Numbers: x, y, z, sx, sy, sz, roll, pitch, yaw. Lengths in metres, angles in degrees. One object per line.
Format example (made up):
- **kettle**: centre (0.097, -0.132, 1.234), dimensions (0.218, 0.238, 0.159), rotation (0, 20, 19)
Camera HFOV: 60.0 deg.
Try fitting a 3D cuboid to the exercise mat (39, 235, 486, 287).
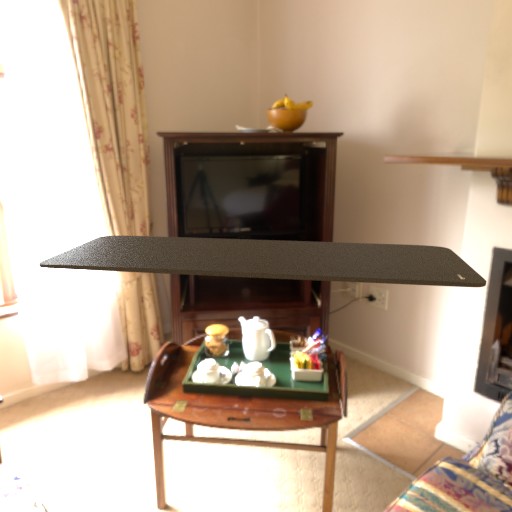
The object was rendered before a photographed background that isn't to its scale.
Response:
- **exercise mat**: centre (0.000, 0.000, 2.073), dimensions (1.869, 0.021, 0.616), rotation (2, 14, 8)
